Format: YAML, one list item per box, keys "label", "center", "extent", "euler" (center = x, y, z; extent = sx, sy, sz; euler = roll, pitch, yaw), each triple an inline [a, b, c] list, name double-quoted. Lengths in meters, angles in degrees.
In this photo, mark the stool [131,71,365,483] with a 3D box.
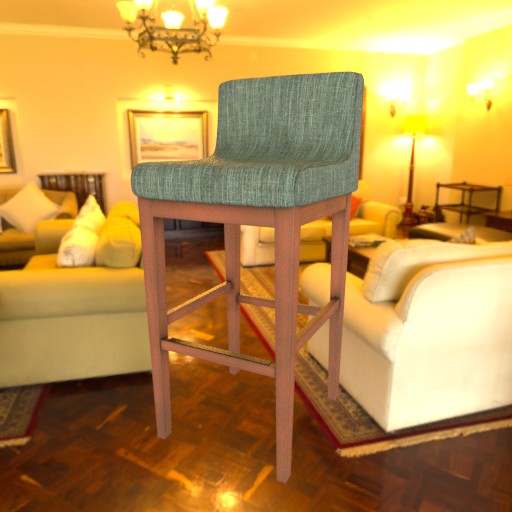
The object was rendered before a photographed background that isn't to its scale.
- label: "stool"
  center: [0.000, 0.000, 1.199]
  extent: [0.426, 0.965, 0.499]
  euler: [7, 16, 26]
